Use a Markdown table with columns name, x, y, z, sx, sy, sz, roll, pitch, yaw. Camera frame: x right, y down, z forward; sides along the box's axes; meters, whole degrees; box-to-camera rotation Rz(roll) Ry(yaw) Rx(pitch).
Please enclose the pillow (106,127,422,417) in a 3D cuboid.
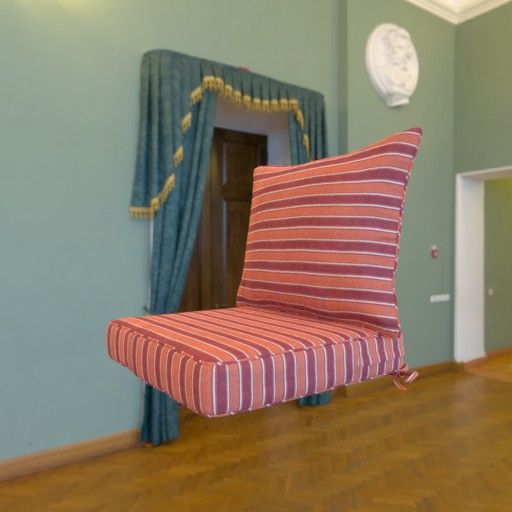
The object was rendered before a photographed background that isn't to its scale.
| name | x | y | z | sx | sy | sz | roll | pitch | yaw |
| --- | --- | --- | --- | --- | --- | --- | --- | --- | --- |
| pillow | 0.000 | 0.000 | 1.374 | 0.733 | 0.723 | 0.799 | -1 | 1 | -36 |
